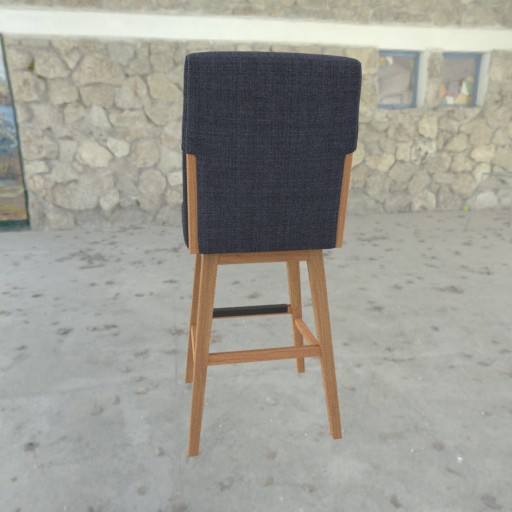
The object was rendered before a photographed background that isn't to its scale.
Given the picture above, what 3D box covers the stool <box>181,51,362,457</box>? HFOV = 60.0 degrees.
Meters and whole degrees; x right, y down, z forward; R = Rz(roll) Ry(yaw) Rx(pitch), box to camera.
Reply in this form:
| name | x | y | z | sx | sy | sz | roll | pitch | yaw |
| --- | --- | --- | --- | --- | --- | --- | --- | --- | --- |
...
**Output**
| name | x | y | z | sx | sy | sz | roll | pitch | yaw |
| --- | --- | --- | --- | --- | --- | --- | --- | --- | --- |
| stool | 0.000 | 0.000 | 1.412 | 0.483 | 1.112 | 0.570 | -3 | 15 | -10 |
